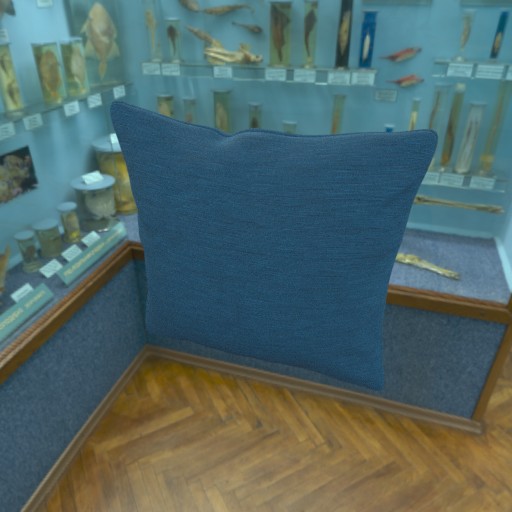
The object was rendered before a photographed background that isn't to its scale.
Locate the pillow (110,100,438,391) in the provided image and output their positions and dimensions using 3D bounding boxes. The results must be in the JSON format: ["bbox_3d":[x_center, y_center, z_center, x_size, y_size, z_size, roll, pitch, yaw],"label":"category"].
[{"bbox_3d":[0.000,0.000,0.667,0.437,0.420,0.177,11,33,17],"label":"pillow"}]
